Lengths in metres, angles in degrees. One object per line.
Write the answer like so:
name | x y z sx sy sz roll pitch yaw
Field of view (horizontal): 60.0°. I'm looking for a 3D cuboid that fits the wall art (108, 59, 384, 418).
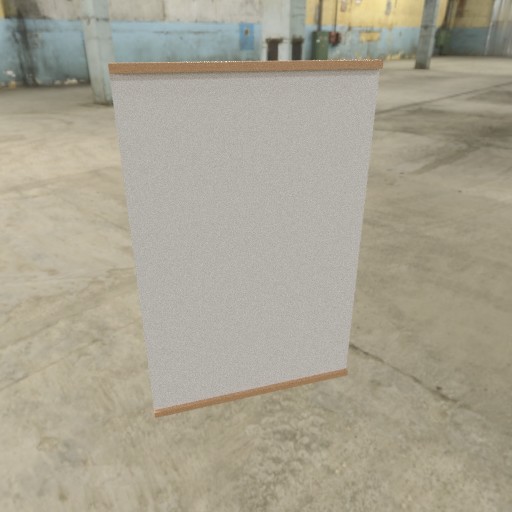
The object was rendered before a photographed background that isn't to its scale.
wall art | 0.000 0.000 0.760 0.401 0.611 0.016 -8 27 -15
